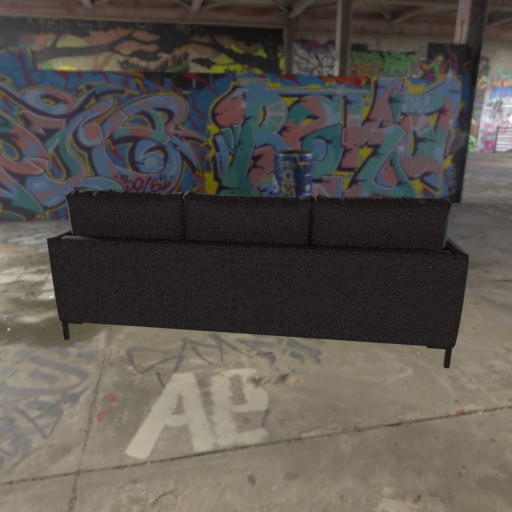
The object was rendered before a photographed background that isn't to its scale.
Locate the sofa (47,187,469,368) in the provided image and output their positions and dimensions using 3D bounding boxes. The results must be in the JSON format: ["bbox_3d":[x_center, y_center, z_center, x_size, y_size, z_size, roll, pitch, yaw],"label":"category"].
[{"bbox_3d":[0.000,0.000,2.753,2.253,0.882,0.876,2,17,8],"label":"sofa"}]
